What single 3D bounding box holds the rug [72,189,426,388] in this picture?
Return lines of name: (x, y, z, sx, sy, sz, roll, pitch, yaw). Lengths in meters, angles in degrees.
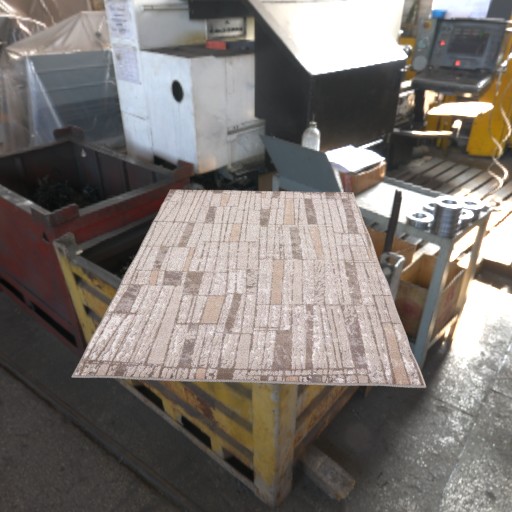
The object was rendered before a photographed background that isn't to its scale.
rug: (0.000, 0.000, 4.471, 2.449, 0.019, 3.357, 1, 31, 2)
